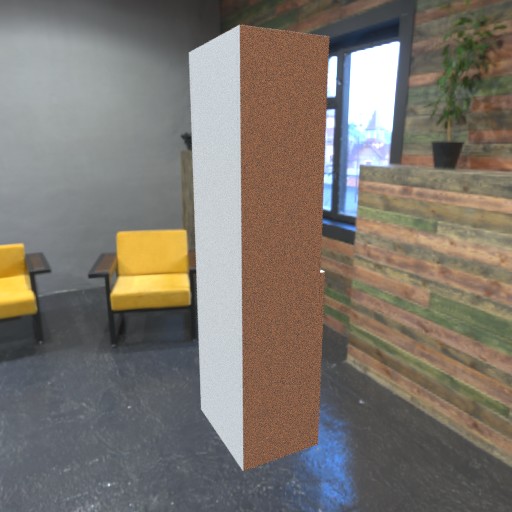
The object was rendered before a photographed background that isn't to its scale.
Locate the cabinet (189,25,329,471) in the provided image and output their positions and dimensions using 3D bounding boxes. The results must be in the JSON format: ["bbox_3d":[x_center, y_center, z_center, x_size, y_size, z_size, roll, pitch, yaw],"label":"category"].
[{"bbox_3d":[0.000,0.000,1.543,0.300,1.350,0.400,-7,16,-26],"label":"cabinet"}]
